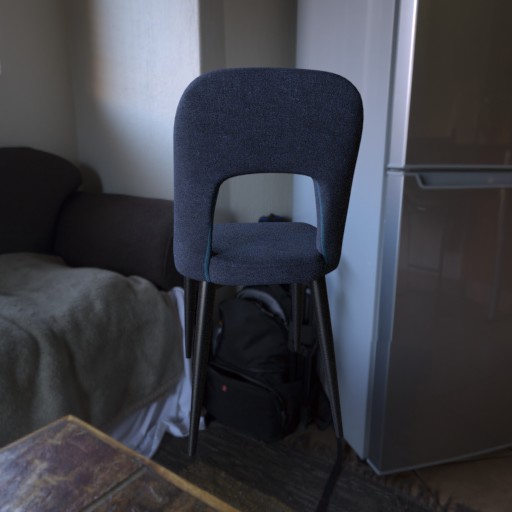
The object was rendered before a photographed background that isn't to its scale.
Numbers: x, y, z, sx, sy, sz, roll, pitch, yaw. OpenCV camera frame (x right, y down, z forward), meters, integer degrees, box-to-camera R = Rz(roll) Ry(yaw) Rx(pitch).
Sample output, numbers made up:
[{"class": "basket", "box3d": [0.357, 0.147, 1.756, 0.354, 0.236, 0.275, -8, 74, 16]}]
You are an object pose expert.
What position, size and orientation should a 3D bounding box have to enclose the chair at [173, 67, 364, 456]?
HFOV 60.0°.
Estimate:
[{"class": "chair", "box3d": [0.000, 0.000, 1.281, 0.470, 0.931, 0.612, -2, 15, -8]}]
